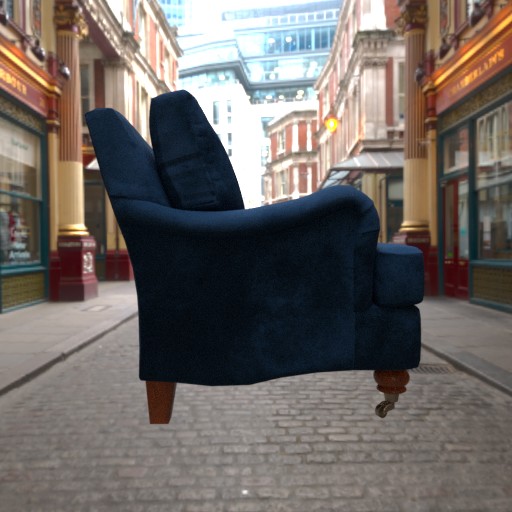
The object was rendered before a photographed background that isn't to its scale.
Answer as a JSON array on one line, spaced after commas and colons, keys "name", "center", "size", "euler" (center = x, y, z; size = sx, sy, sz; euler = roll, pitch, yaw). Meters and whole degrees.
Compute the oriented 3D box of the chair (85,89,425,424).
[{"name": "chair", "center": [0.000, 0.000, 1.781], "size": [1.078, 1.076, 0.895], "euler": [0, 0, -2]}]
